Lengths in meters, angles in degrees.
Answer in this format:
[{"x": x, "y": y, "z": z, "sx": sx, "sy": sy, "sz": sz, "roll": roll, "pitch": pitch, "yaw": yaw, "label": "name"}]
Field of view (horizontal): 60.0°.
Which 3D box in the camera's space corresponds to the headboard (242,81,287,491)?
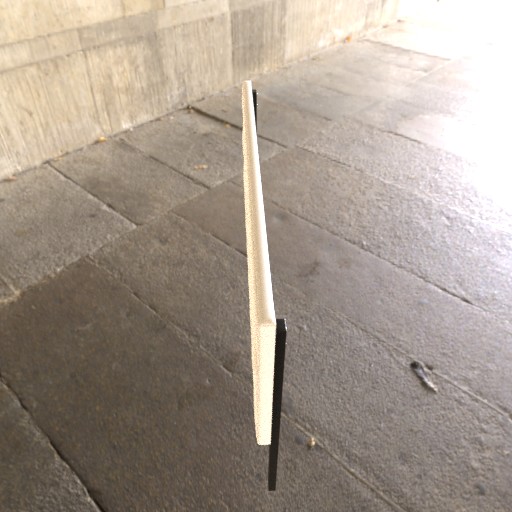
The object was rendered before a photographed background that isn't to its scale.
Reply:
[{"x": 0.000, "y": 0.000, "z": 2.837, "sx": 0.120, "sy": 1.410, "sz": 2.362, "roll": -2, "pitch": 41, "yaw": -2, "label": "headboard"}]
